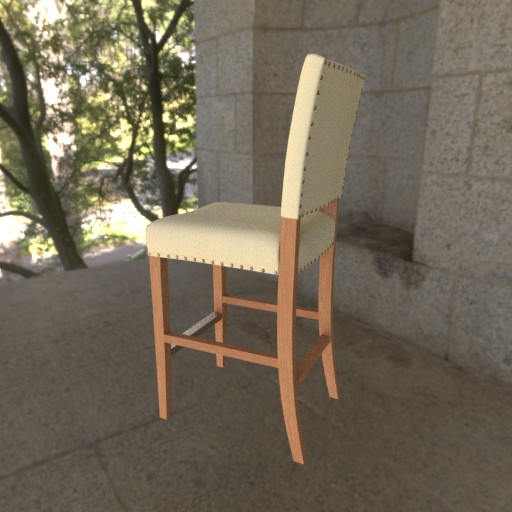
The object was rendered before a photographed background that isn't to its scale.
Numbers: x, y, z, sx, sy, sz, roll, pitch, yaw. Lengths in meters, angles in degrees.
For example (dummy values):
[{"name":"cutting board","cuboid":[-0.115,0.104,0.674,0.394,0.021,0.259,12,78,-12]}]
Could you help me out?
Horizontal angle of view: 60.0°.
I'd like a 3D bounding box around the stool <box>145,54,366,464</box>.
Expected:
[{"name":"stool","cuboid":[0.000,0.000,1.496,0.584,1.168,0.445,8,18,25]}]
